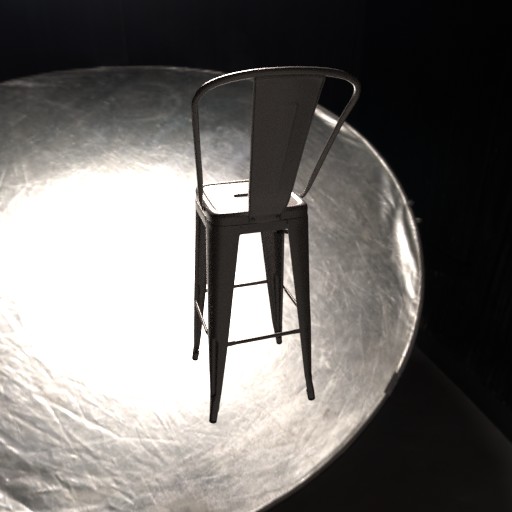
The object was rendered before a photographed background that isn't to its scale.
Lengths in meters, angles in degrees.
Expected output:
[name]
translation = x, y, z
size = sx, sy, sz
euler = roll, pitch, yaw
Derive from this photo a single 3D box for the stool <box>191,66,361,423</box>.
[stool]
translation = 0.000, 0.000, 1.360
size = 0.399, 1.096, 0.513
euler = -8, 27, -15
